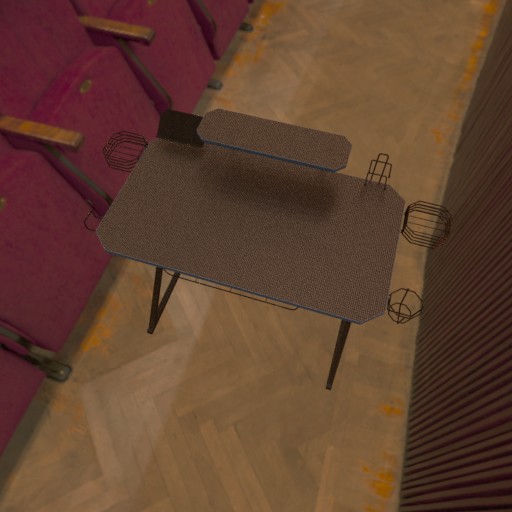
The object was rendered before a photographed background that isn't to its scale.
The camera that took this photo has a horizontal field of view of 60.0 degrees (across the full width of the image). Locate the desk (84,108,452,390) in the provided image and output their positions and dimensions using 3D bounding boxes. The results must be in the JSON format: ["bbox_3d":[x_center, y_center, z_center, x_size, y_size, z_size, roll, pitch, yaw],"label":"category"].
[{"bbox_3d":[0.000,0.000,1.780,1.295,0.909,0.594,15,60,9],"label":"desk"}]
